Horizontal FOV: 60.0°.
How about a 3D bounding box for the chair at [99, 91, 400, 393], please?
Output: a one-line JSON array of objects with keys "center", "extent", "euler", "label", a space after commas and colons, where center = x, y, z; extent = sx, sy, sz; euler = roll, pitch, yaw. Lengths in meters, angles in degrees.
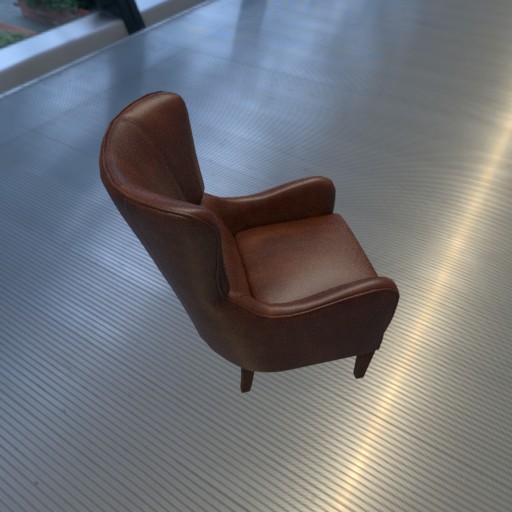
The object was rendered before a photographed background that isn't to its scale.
[{"center": [0.000, 0.000, 1.668], "extent": [0.914, 1.048, 0.692], "euler": [-10, 46, -9], "label": "chair"}]
